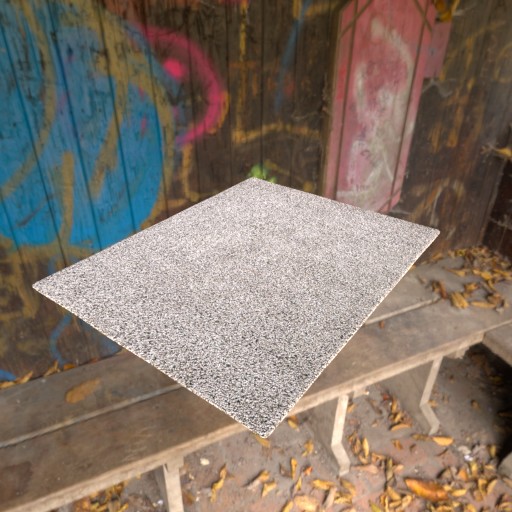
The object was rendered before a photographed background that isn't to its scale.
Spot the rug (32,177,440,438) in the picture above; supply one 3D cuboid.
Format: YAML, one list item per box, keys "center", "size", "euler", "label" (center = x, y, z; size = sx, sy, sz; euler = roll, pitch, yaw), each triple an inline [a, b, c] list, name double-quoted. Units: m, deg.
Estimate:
- center: [0.000, 0.000, 4.128]
  size: [2.438, 0.029, 3.047]
  euler: [22, 38, 31]
  label: "rug"
